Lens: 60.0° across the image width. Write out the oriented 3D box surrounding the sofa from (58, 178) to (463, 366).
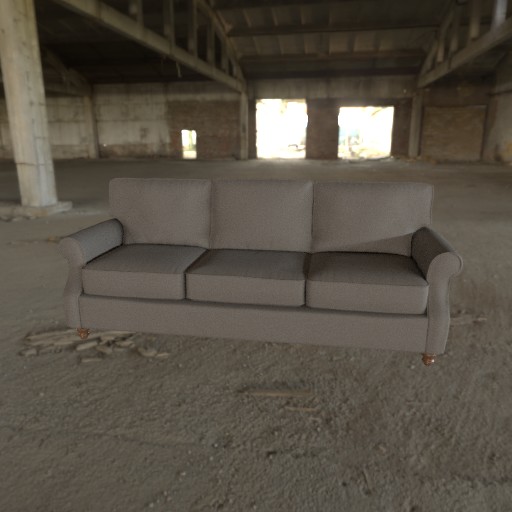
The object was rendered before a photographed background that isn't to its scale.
[{"bbox_3d":[0.000,0.000,2.870,2.353,0.948,0.966,2,15,9],"label":"sofa"}]
